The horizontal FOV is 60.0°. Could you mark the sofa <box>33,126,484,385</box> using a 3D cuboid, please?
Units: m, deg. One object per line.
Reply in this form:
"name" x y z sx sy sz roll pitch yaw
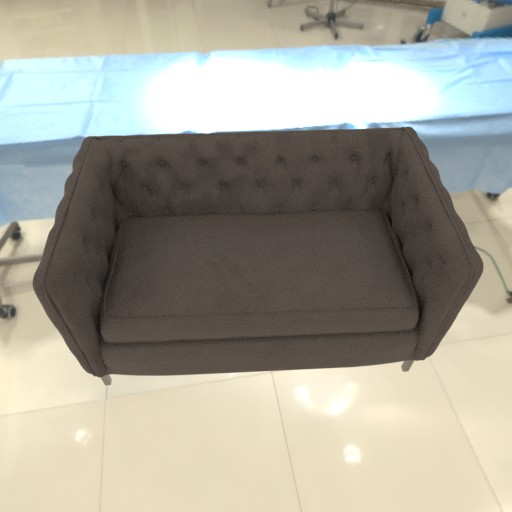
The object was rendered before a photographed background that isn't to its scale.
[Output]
"sofa" 0.000 0.000 2.046 1.583 0.810 0.909 -2 49 -2
